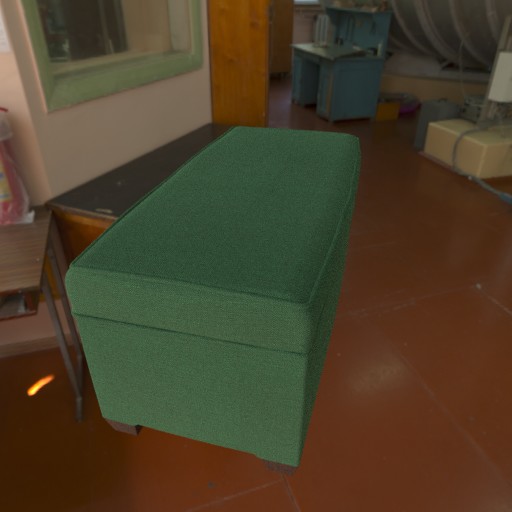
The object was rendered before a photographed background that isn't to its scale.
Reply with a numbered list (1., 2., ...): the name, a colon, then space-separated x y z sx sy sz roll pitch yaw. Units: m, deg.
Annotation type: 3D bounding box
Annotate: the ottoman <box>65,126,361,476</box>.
1. ottoman: 0.000 0.000 1.196 0.483 0.471 0.957 8 33 13
